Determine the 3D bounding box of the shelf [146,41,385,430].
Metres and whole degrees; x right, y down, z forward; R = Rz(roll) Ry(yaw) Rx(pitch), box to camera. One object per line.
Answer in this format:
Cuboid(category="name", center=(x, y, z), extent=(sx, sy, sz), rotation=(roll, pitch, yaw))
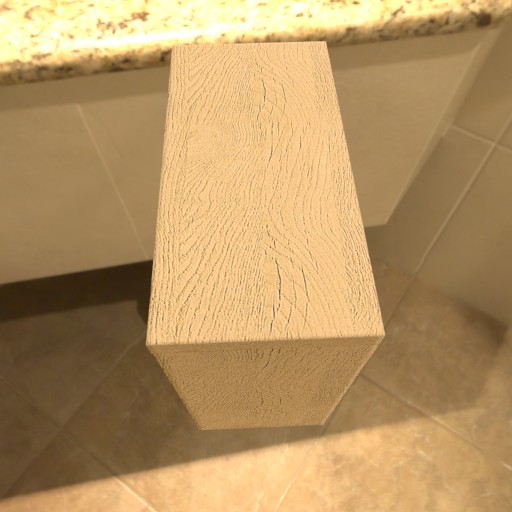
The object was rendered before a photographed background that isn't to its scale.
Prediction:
Cuboid(category="shelf", center=(0.000, 0.000, 1.261), extent=(0.390, 0.786, 0.790), rotation=(-2, 59, -1))
